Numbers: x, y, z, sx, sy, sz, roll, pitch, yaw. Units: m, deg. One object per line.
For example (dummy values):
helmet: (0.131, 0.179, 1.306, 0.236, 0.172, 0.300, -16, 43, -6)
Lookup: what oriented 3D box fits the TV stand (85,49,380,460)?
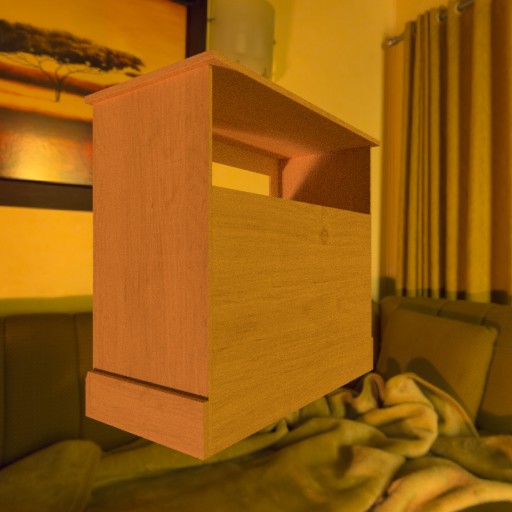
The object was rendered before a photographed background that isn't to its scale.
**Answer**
TV stand: (0.000, 0.000, 1.309, 0.430, 0.787, 0.851, 0, 0, 37)
